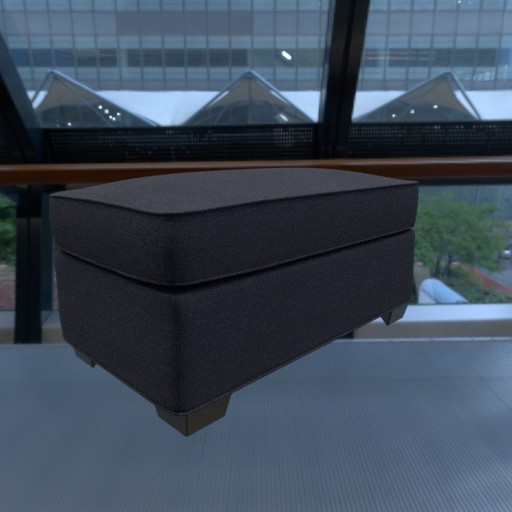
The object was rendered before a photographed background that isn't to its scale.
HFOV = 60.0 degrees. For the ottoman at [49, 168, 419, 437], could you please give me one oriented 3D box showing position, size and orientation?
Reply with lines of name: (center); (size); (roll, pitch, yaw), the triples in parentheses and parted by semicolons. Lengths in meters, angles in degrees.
ottoman: (0.000, 0.000, 1.179); (0.505, 0.453, 0.895); (13, 19, 43)
